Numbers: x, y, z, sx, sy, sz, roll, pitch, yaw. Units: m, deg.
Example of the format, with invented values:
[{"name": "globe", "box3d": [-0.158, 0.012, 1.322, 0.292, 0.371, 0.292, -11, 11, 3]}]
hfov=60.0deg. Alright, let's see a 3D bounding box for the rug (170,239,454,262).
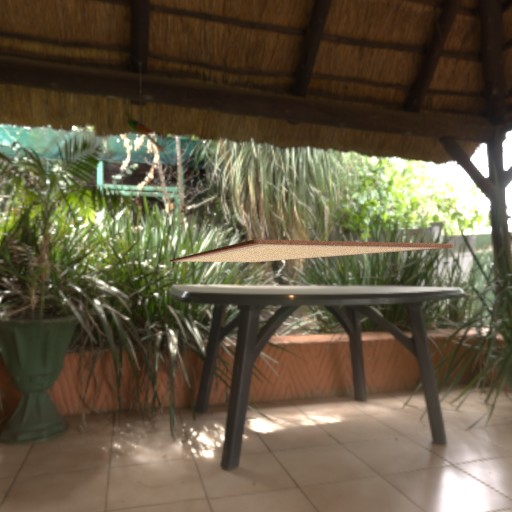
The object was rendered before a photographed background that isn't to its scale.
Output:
[{"name": "rug", "box3d": [0.000, 0.000, 2.658, 0.764, 0.017, 2.439, 1, -2, -17]}]
